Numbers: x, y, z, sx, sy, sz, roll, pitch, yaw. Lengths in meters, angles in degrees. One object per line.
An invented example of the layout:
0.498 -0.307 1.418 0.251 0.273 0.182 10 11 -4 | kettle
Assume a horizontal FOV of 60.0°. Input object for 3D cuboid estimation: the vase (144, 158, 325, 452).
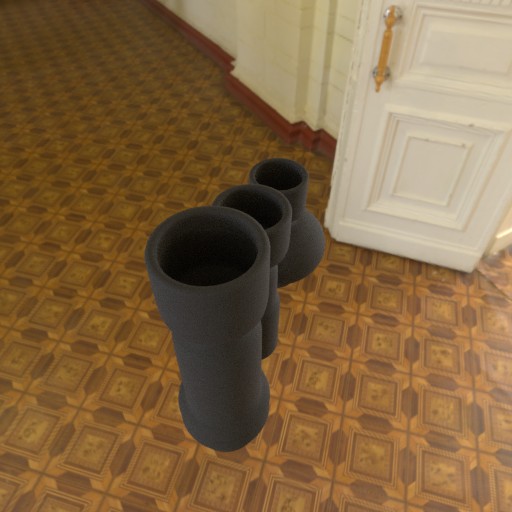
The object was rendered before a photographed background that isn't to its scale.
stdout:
0.000 0.000 0.428 0.120 0.249 0.307 11 48 10 | vase
